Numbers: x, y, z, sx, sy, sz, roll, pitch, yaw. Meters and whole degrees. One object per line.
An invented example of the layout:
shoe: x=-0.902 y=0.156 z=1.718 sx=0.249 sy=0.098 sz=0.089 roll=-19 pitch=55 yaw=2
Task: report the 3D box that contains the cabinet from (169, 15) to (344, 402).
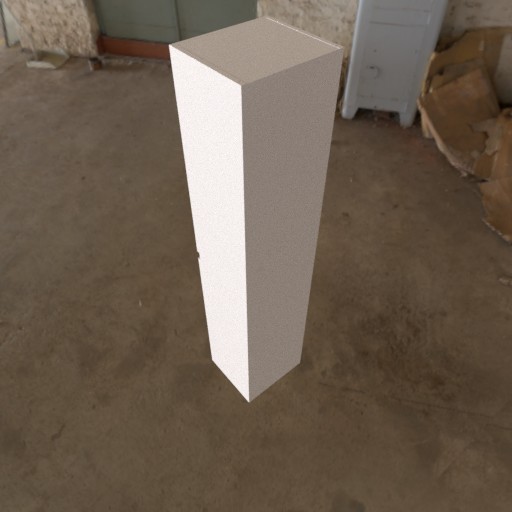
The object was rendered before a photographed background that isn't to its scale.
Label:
cabinet: x=0.000 y=0.000 z=1.524 sx=0.300 sy=1.400 sz=0.269 roll=-31 pitch=54 yaw=-26
